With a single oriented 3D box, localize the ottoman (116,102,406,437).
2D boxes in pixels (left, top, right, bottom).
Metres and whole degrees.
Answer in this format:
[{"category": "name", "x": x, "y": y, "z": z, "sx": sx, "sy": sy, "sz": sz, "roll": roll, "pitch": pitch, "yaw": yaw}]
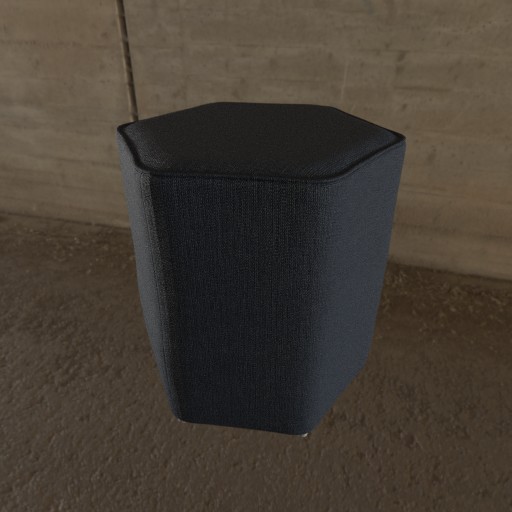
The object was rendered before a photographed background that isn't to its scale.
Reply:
[{"category": "ottoman", "x": 0.000, "y": 0.000, "z": 0.863, "sx": 0.454, "sy": 0.505, "sz": 0.492, "roll": -9, "pitch": 32, "yaw": -15}]
